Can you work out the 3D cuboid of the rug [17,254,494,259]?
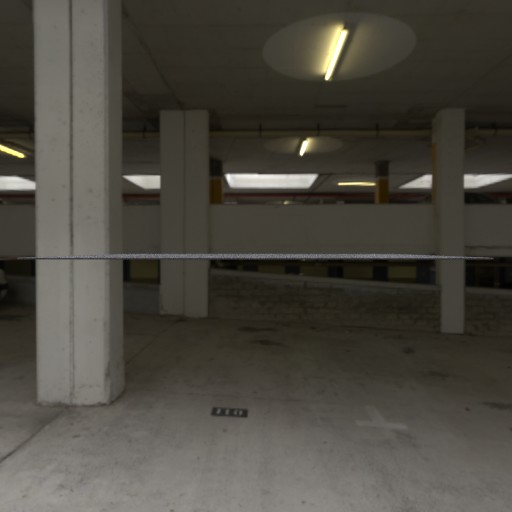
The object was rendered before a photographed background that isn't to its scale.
[{"bbox_3d":[0.000,0.000,2.872,2.235,0.008,1.600,0,1,1],"label":"rug"}]
